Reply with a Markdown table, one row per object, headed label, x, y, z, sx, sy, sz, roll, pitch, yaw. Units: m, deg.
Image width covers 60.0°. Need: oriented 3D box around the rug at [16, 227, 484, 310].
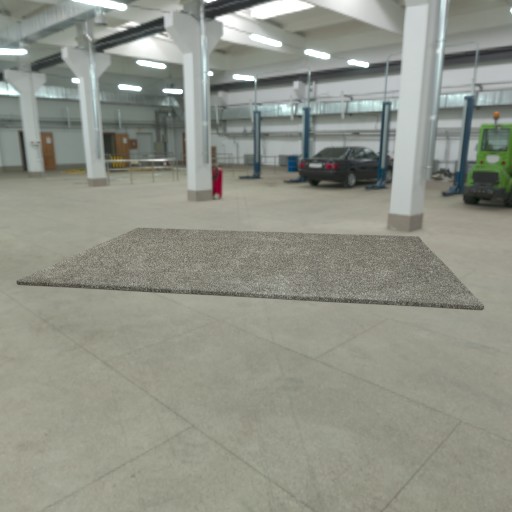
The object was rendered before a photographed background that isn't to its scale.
| label | x | y | z | sx | sy | sz | roll | pitch | yaw |
| --- | --- | --- | --- | --- | --- | --- | --- | --- | --- |
| rug | 0.000 | 0.000 | 3.371 | 2.699 | 0.026 | 1.802 | 2 | 14 | 9 |
